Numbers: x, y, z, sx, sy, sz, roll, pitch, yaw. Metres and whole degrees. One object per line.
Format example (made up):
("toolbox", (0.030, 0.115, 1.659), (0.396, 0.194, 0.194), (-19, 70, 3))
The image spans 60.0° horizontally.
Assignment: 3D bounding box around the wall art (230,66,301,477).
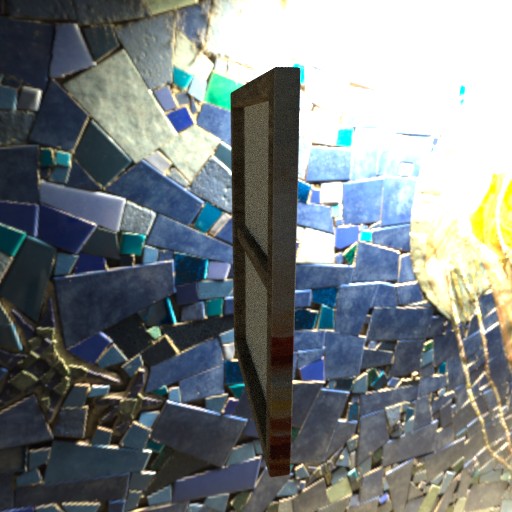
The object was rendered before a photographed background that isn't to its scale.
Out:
("wall art", (0.000, 0.000, 0.829), (0.035, 0.605, 0.443), (-3, 17, -10))
